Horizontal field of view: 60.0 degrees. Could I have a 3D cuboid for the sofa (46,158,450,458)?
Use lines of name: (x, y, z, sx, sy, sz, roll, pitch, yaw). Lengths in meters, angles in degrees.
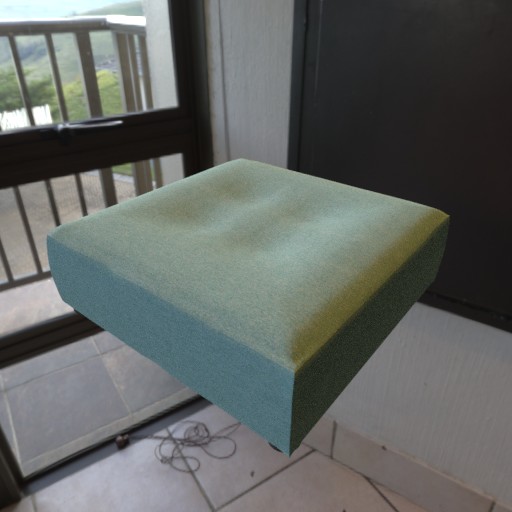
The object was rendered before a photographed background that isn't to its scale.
sofa: (0.000, 0.000, 1.465, 0.930, 0.330, 0.930, 22, 37, 33)
